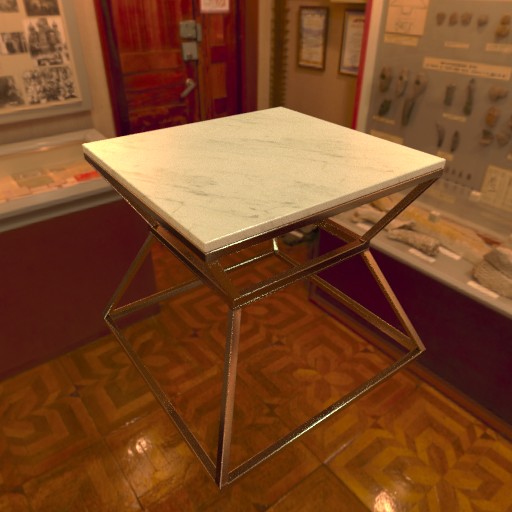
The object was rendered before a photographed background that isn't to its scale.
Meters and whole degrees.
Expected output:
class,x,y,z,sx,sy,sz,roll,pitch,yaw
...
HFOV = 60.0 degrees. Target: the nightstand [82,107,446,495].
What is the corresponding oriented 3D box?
class,x,y,z,sx,sy,sz,roll,pitch,yaw
nightstand,0.000,0.000,0.877,0.513,0.426,0.514,-21,38,-30
